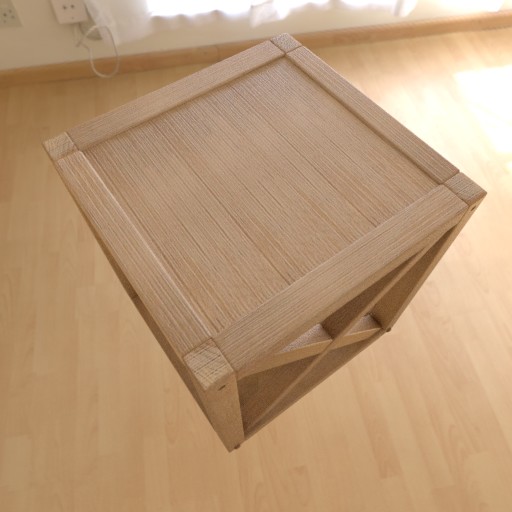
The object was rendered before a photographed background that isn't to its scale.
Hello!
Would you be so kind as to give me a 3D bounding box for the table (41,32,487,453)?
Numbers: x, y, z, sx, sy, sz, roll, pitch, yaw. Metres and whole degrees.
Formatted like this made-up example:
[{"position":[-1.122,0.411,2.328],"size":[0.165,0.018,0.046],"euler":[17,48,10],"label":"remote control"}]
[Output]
[{"position":[0.000,0.000,1.025],"size":[0.559,0.610,0.558],"euler":[-32,64,-17],"label":"table"}]
